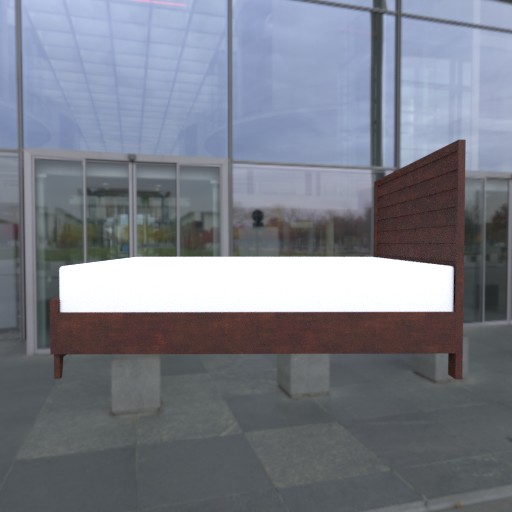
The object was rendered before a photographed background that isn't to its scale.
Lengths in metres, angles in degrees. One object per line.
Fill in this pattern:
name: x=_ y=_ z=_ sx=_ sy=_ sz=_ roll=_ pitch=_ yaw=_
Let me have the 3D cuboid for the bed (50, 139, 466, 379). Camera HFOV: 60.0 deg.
bed: x=0.000 y=0.000 z=3.133 sx=2.184 sy=1.270 sz=1.600 roll=0 pitch=2 yaw=-1
